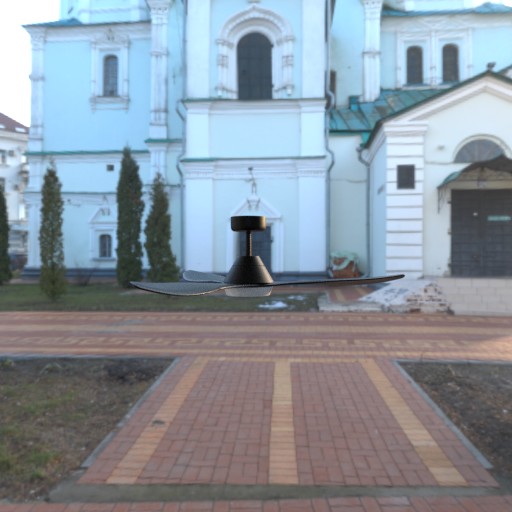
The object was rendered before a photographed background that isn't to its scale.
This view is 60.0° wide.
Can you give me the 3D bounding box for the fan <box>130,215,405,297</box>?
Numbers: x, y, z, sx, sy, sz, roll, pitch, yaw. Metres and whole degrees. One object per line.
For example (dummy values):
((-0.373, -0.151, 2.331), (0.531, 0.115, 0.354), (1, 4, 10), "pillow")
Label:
((0.000, 0.000, 1.630), (1.067, 0.305, 1.067), (0, 0, 16), "fan")
